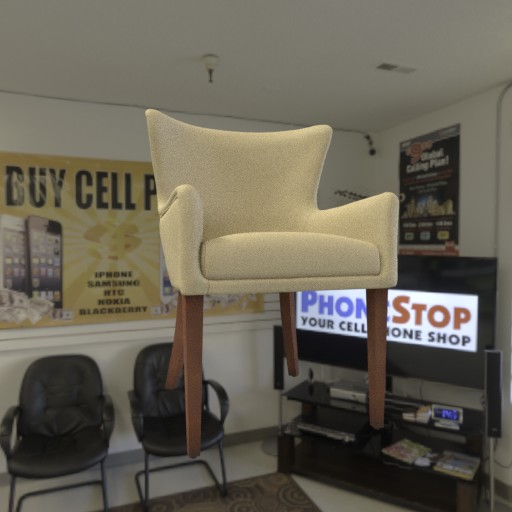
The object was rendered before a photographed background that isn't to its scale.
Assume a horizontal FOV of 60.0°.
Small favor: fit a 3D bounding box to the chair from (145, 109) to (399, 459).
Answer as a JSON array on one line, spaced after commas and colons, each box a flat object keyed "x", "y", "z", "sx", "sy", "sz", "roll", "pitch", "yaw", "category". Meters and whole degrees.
[{"x": 0.000, "y": 0.000, "z": 1.414, "sx": 0.660, "sy": 0.952, "sz": 0.686, "roll": -1, "pitch": 2, "yaw": -19, "category": "chair"}]
